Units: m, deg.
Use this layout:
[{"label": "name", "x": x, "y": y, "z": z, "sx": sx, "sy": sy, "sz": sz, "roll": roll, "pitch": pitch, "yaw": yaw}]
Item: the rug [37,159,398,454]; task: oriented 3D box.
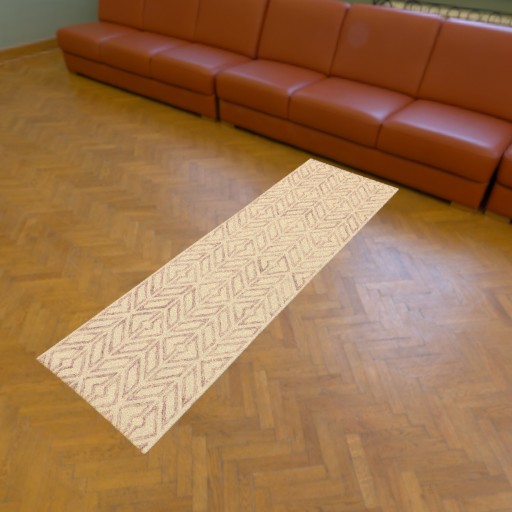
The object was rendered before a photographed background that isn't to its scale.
[{"label": "rug", "x": 0.000, "y": 0.000, "z": 2.649, "sx": 0.750, "sy": 0.009, "sz": 2.435, "roll": 26, "pitch": 47, "yaw": 27}]
